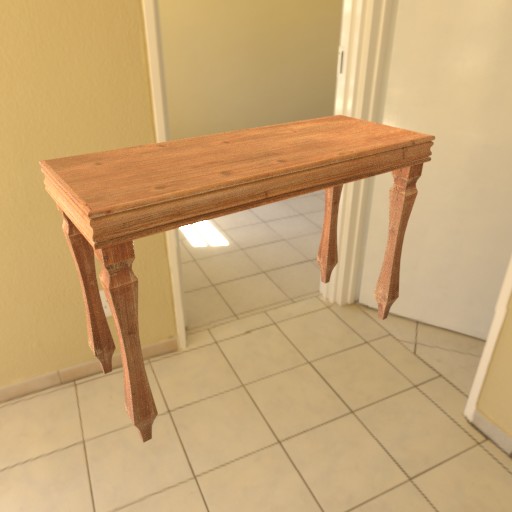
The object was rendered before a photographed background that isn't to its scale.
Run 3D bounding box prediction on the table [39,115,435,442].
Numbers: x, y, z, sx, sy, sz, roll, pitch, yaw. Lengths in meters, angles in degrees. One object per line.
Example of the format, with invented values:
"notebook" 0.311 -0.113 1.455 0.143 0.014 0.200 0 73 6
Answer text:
"table" 0.000 0.000 1.772 1.330 0.873 0.522 -18 33 -30
